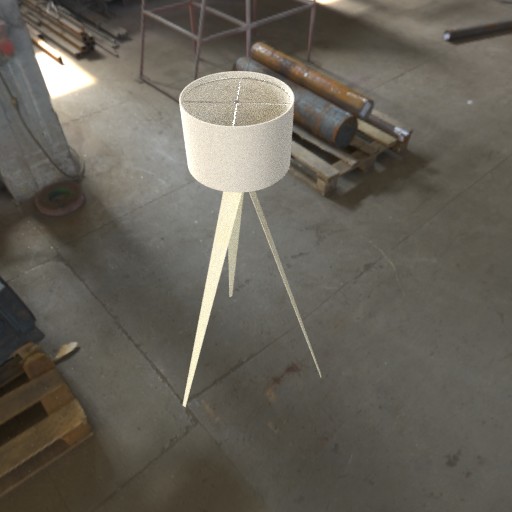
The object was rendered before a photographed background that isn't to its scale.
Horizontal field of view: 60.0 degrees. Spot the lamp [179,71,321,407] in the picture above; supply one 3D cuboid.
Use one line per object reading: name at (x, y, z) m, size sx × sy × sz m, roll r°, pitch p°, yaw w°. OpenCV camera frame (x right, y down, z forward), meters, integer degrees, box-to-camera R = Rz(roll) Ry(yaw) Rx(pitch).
lamp at (0.000, 0.000, 1.936) m, size 0.716 × 1.524 × 0.724 m, roll 2°, pitch 47°, yaw 2°
